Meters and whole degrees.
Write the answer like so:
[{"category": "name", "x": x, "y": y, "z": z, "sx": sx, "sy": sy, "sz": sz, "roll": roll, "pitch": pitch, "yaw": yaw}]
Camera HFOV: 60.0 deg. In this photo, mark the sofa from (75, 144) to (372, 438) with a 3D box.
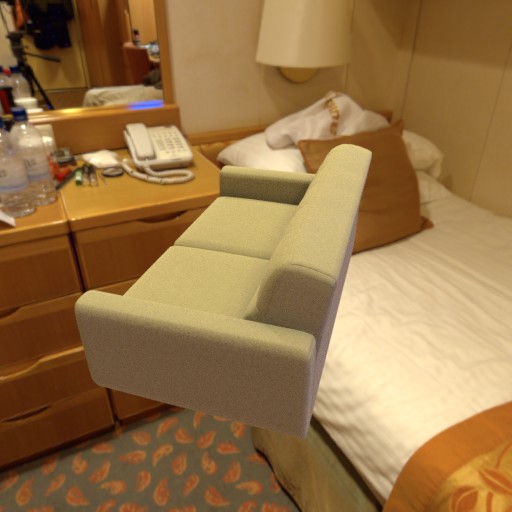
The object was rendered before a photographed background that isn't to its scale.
[{"category": "sofa", "x": 0.000, "y": 0.000, "z": 2.315, "sx": 0.980, "sy": 0.892, "sz": 1.655, "roll": 9, "pitch": 32, "yaw": 15}]
